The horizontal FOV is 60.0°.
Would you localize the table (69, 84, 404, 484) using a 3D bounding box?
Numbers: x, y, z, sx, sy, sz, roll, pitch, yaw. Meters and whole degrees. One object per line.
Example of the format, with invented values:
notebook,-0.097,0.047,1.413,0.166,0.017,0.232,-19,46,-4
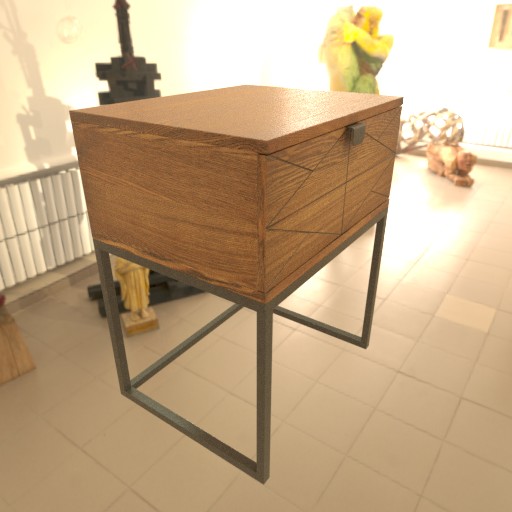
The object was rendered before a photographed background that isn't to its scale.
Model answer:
table,0.000,0.000,0.926,0.400,0.610,0.482,18,32,31
